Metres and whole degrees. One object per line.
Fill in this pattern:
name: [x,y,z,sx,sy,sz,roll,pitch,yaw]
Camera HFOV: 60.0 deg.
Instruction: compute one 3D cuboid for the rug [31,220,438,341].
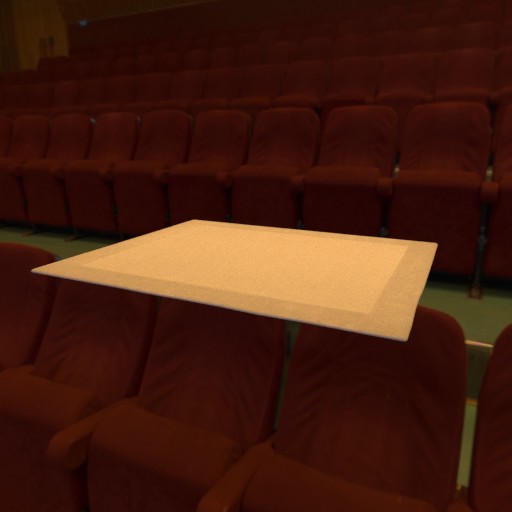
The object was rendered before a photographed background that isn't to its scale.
rug: [0.000,0.000,4.095,2.976,0.018,2.430,7,17,24]
